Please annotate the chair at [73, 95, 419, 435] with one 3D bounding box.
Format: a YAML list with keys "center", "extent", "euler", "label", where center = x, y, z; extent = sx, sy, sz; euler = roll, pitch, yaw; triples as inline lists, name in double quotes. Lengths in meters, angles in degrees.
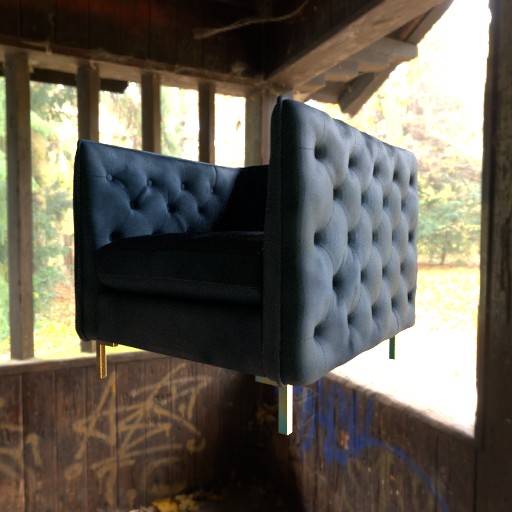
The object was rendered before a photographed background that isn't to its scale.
- center: [0.000, 0.000, 1.515]
  extent: [0.868, 0.771, 0.877]
  euler: [2, 3, 36]
  label: "chair"
